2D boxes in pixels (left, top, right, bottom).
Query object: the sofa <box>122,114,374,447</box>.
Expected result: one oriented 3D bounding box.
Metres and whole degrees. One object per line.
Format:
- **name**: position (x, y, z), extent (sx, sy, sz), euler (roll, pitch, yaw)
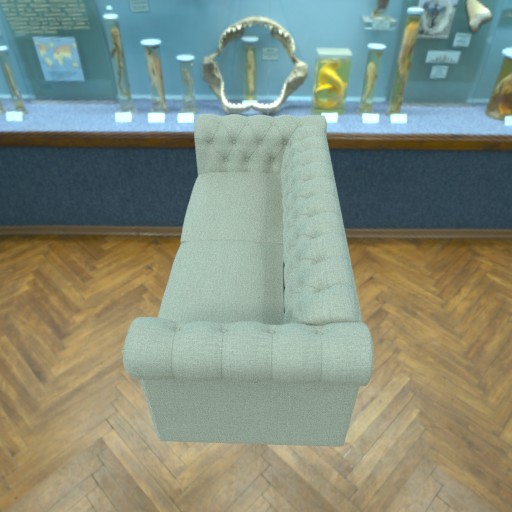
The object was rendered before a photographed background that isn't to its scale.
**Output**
- **sofa**: position (0.000, 0.000, 2.230), extent (0.783, 0.797, 1.798), euler (1, 41, 1)
